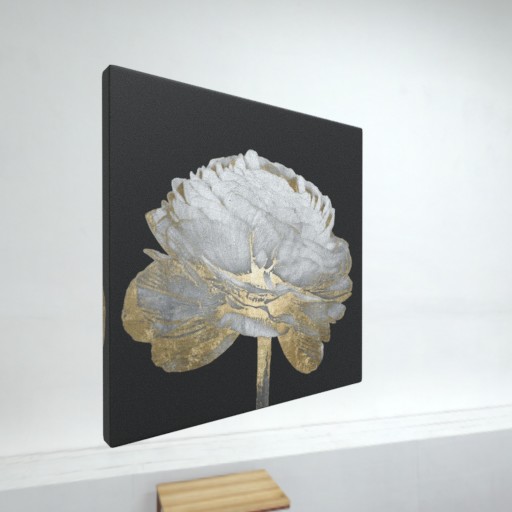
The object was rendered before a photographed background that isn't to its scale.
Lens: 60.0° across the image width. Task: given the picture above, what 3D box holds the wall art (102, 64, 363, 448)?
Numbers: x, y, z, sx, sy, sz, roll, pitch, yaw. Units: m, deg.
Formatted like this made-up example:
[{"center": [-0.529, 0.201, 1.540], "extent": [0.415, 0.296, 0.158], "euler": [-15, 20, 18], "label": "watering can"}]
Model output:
[{"center": [0.000, 0.000, 0.900], "extent": [0.610, 0.611, 0.043], "euler": [0, 1, -37], "label": "wall art"}]
